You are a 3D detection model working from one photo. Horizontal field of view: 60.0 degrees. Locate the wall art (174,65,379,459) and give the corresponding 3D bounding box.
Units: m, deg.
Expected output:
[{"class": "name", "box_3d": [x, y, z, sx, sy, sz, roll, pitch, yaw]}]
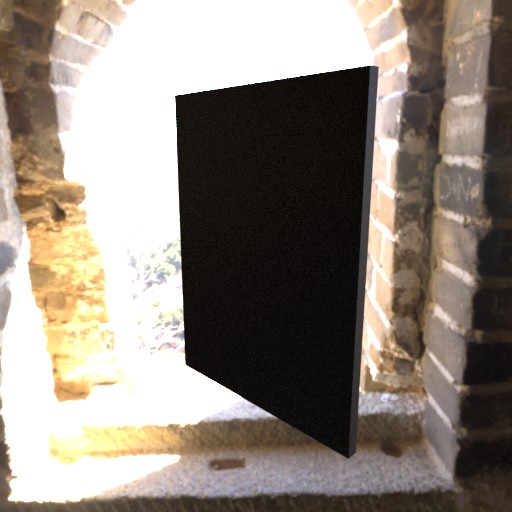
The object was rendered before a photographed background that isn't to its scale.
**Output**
[{"class": "wall art", "box_3d": [0.000, 0.000, 1.453, 0.038, 1.062, 0.806, -13, 18, -43]}]
